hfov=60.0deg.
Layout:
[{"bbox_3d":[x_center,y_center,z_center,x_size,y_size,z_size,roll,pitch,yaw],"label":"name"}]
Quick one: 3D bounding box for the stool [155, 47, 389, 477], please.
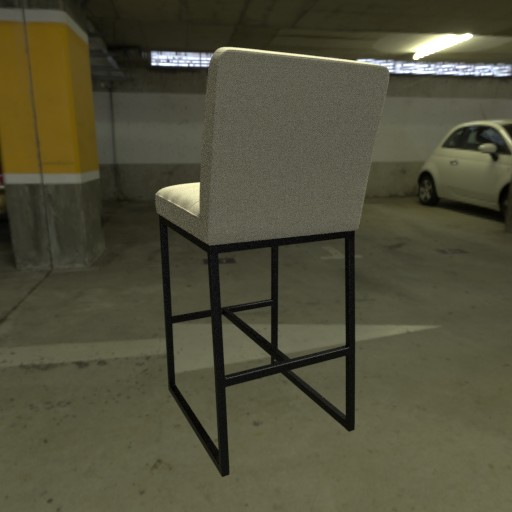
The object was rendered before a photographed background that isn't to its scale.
[{"bbox_3d":[0.000,0.000,1.330,0.460,1.040,0.560,-7,15,-26],"label":"stool"}]
